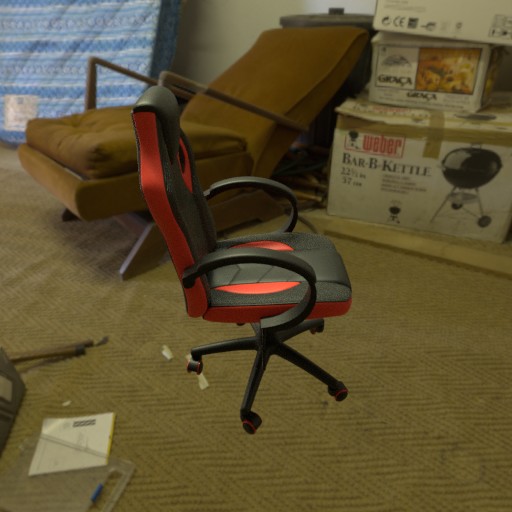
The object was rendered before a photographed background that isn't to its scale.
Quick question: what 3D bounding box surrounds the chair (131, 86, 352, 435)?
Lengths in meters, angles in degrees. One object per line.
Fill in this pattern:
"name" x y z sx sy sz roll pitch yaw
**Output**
"chair" 0.000 0.000 1.426 0.642 1.016 0.600 -1 32 -1
